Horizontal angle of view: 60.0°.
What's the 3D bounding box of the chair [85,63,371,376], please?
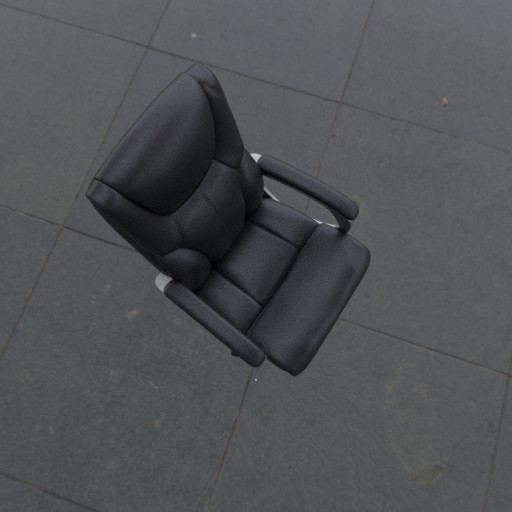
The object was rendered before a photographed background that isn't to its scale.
[{"bbox_3d":[0.000,0.000,1.596,0.739,1.155,0.663,33,77,9],"label":"chair"}]
